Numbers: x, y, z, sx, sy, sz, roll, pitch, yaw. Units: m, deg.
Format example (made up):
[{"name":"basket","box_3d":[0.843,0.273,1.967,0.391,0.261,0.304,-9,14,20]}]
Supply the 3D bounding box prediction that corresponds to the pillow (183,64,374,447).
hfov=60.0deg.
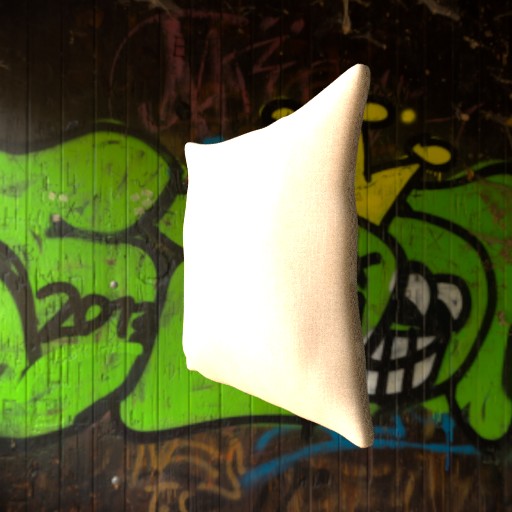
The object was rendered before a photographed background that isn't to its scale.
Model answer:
[{"name":"pillow","box_3d":[0.000,0.000,0.674,0.138,0.432,0.436,0,0,-36]}]
